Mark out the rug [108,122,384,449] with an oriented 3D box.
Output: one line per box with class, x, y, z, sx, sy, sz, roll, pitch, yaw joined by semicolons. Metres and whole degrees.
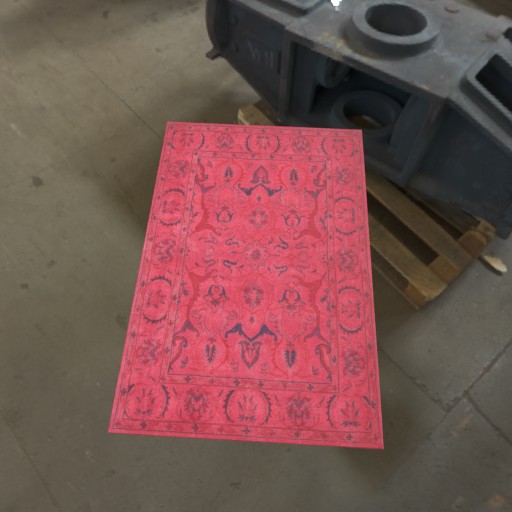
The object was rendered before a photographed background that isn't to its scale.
rug;0.000;0.000;2.343;1.209;0.008;1.814;3;63;1
